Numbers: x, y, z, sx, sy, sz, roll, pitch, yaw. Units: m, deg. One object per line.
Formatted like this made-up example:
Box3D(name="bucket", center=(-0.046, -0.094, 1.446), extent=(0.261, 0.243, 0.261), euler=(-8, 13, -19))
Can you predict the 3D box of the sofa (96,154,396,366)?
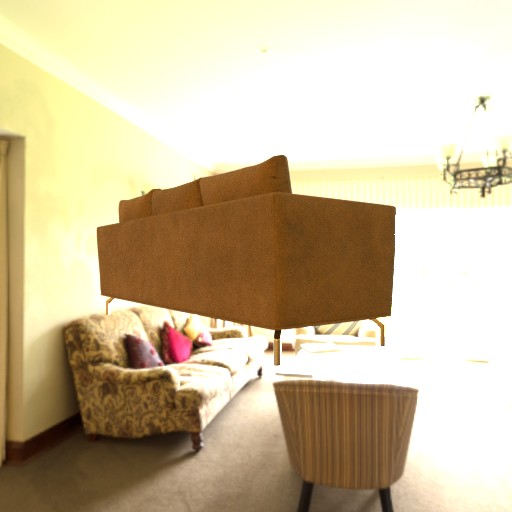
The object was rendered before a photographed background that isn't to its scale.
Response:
Box3D(name="sofa", center=(0.000, 0.000, 3.306), extent=(1.622, 0.987, 2.438), euler=(0, -1, -37))
